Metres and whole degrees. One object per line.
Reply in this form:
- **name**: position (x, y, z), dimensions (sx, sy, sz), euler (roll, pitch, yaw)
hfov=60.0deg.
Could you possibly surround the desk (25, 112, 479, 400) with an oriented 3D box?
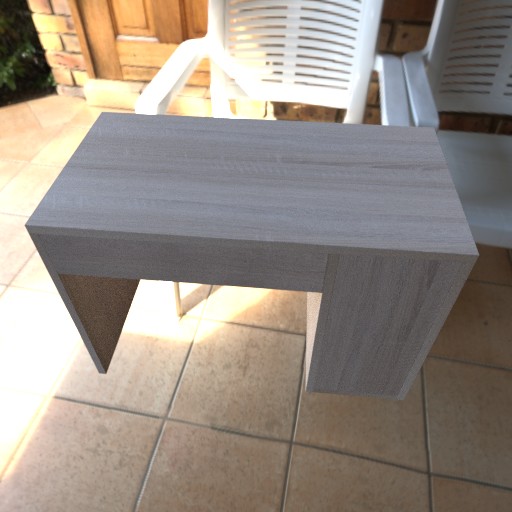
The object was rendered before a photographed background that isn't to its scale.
- **desk**: position (0.000, 0.000, 1.536), dimensions (1.100, 0.731, 0.600), euler (4, 46, 4)
